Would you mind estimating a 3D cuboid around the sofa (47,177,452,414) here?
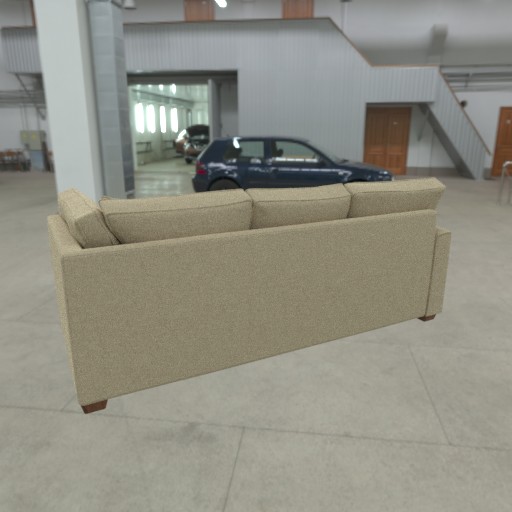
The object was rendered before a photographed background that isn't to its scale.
[{"bbox_3d":[0.000,0.000,2.808,2.317,0.962,1.061,-8,18,-27],"label":"sofa"}]
